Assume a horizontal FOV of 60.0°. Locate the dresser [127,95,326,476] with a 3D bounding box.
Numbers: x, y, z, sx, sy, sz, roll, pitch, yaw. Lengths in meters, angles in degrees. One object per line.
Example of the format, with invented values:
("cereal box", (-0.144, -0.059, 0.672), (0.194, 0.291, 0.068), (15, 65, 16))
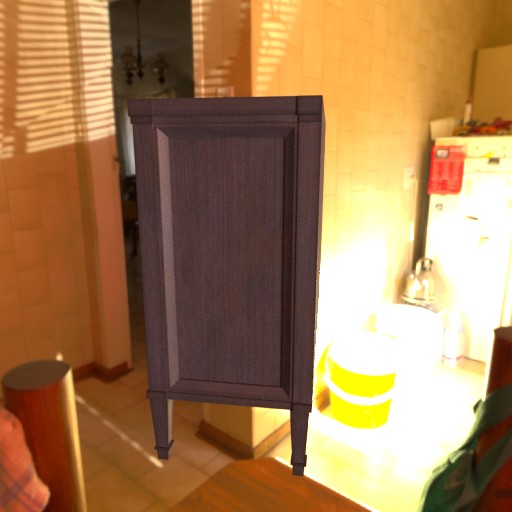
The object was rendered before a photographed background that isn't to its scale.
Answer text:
("dresser", (0.000, 0.000, 1.621), (0.463, 0.986, 1.049), (2, 14, 9))
